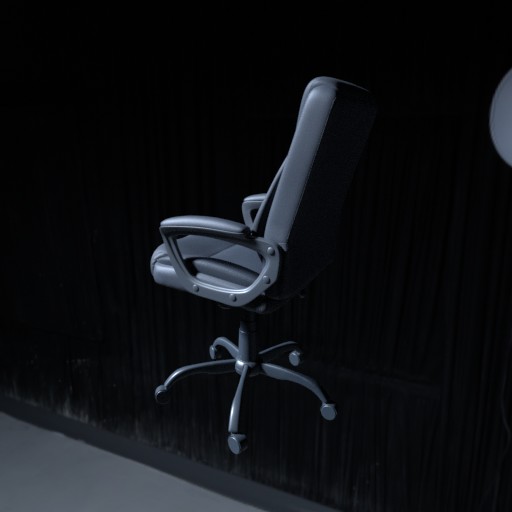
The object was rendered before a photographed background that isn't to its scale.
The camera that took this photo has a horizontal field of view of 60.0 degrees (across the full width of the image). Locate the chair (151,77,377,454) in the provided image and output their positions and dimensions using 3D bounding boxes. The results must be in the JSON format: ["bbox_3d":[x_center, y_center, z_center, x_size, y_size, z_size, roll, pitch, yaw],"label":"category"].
[{"bbox_3d":[0.000,0.000,1.488,0.655,1.072,0.615,8,18,26],"label":"chair"}]
